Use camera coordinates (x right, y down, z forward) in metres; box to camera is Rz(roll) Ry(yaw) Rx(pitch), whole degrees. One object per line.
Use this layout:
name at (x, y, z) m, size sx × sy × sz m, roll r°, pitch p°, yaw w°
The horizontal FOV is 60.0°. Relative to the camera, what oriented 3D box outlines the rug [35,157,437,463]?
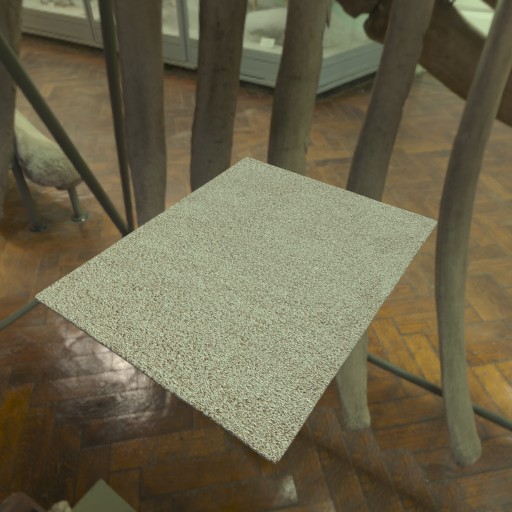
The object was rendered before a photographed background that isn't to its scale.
rug at (0.000, 0.000, 4.143) m, size 2.438 × 0.029 × 3.047 m, roll 24°, pitch 46°, yaw 26°
